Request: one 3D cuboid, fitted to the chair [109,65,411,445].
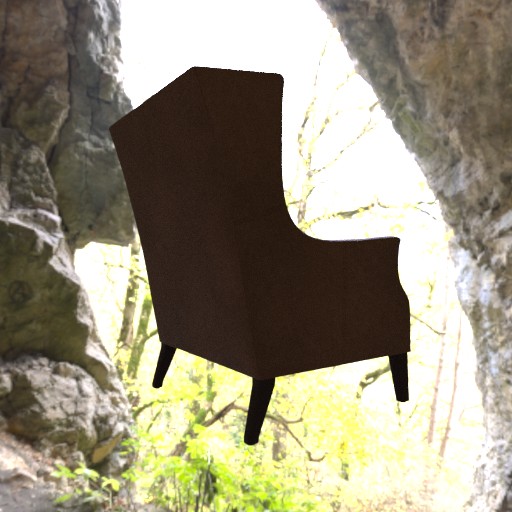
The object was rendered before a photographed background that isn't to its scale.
[{"bbox_3d":[0.000,0.000,1.705,0.913,1.088,0.815,0,0,-36],"label":"chair"}]
